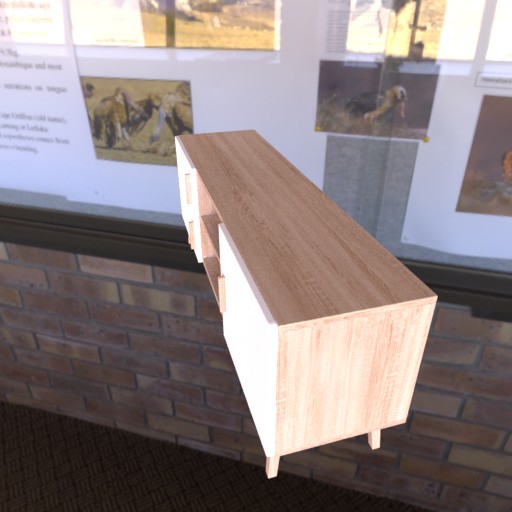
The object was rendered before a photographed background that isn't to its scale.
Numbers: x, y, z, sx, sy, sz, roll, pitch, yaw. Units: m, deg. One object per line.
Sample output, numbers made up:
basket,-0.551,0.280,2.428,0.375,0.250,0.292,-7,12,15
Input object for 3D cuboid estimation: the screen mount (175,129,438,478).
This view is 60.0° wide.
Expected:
screen mount,0.000,0.000,1.718,0.420,0.570,1.500,-8,32,-14
